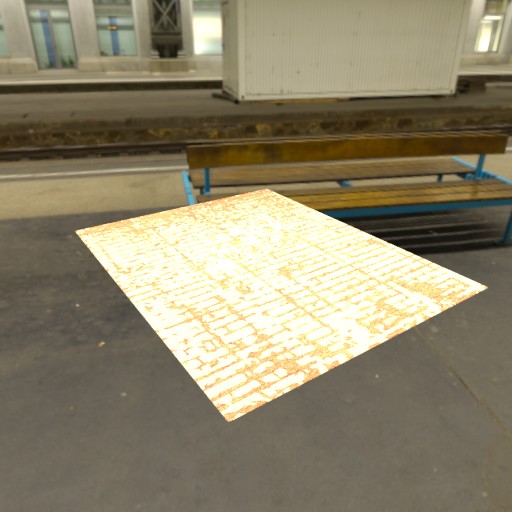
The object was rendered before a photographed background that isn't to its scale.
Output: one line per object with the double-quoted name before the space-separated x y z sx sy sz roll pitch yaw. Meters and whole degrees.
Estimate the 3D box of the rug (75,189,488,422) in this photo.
"rug" 0.000 0.000 4.069 2.441 0.011 3.050 -17 31 -30
